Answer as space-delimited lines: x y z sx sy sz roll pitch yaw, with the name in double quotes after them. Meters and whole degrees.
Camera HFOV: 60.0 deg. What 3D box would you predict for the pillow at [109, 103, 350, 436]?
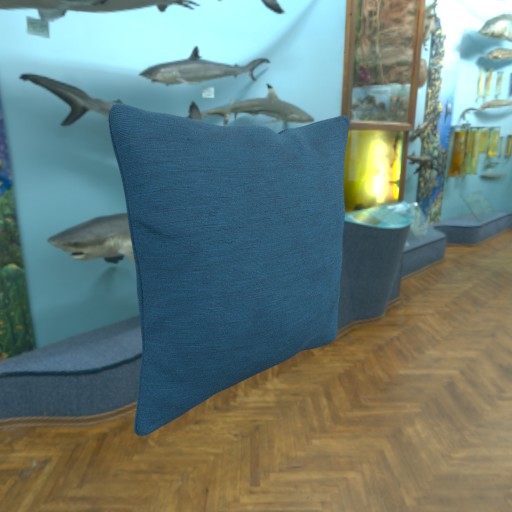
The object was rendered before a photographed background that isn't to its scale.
0.000 0.000 0.672 0.437 0.420 0.177 -14 20 -42 "pillow"
